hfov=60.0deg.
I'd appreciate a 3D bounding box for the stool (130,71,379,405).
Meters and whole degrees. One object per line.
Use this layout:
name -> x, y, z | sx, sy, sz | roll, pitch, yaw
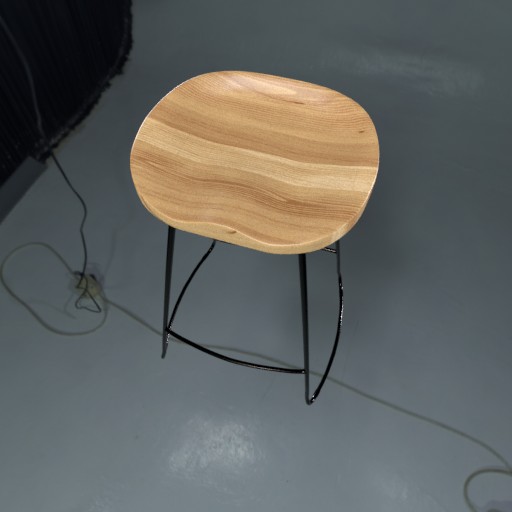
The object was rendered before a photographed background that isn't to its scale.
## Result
stool -> 0.000, 0.000, 0.993 | 0.480, 0.679, 0.401 | 15, 58, 10
